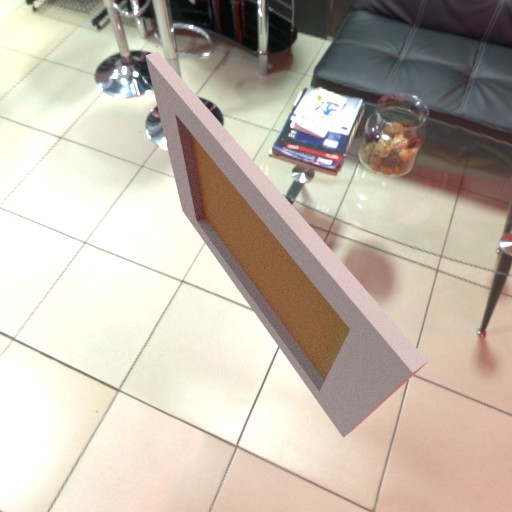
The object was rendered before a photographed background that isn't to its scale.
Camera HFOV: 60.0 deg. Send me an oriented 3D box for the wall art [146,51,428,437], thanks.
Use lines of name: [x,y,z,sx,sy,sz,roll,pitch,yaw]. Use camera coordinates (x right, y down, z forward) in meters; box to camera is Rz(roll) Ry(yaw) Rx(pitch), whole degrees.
wall art: [0.000,0.000,1.128,0.033,0.617,0.906,-30,64,-16]
